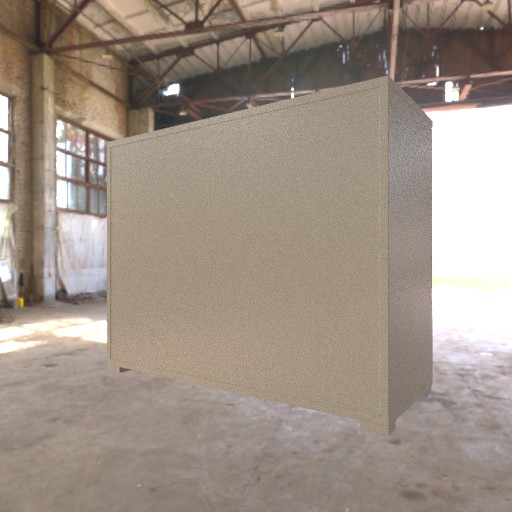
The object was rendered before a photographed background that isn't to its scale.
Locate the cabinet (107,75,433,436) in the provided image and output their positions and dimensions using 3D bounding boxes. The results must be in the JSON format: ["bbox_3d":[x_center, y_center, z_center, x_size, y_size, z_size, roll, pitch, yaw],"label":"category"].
[{"bbox_3d":[0.000,0.000,1.433,1.000,0.800,0.400,0,0,35],"label":"cabinet"}]
